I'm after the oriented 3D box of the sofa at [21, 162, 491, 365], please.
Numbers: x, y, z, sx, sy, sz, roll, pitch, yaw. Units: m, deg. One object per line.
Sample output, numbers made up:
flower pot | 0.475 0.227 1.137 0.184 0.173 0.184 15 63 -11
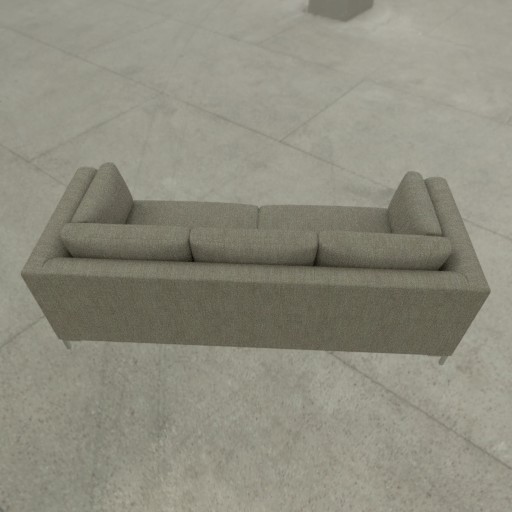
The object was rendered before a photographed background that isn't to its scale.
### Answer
sofa | 0.000 0.000 2.816 2.415 0.867 0.969 2 47 2
